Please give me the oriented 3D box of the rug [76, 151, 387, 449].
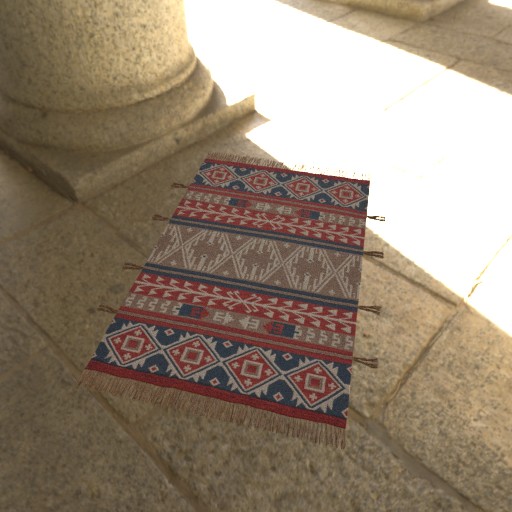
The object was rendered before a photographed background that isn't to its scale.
[{"bbox_3d":[0.000,0.000,3.156,1.778,0.048,2.450,10,46,9],"label":"rug"}]
